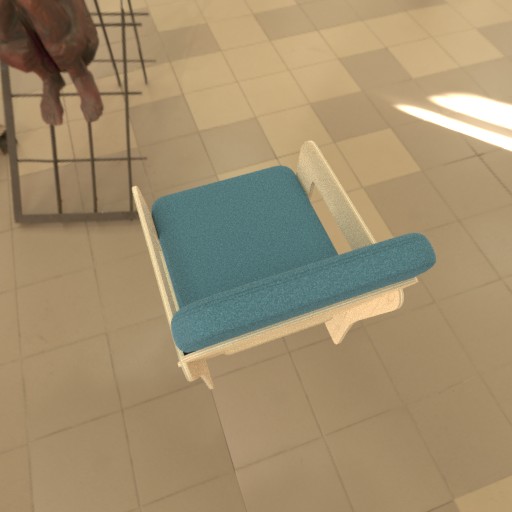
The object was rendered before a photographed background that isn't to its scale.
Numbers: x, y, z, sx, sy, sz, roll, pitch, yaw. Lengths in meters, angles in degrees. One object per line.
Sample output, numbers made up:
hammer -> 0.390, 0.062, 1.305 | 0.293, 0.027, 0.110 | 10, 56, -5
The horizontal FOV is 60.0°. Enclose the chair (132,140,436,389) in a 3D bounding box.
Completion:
chair -> 0.000, 0.000, 1.193 | 0.547, 0.747, 0.657 | -17, 59, -10
